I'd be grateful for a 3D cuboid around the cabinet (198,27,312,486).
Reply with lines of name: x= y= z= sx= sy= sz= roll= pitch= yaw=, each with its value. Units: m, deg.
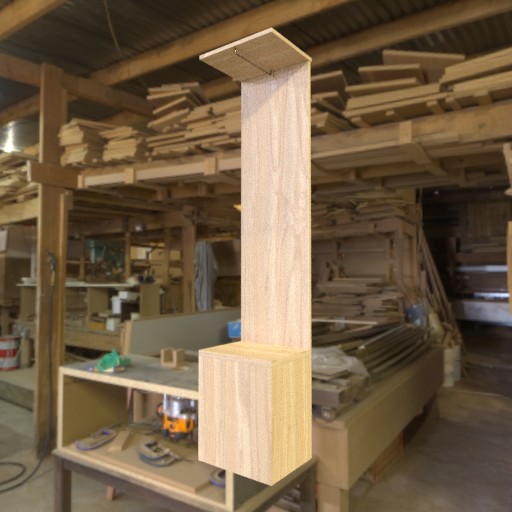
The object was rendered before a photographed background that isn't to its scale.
cabinet: x=0.000 y=0.000 z=2.066 sx=0.411 sy=1.879 sz=0.338 roll=-1 pitch=-2 yaw=37
